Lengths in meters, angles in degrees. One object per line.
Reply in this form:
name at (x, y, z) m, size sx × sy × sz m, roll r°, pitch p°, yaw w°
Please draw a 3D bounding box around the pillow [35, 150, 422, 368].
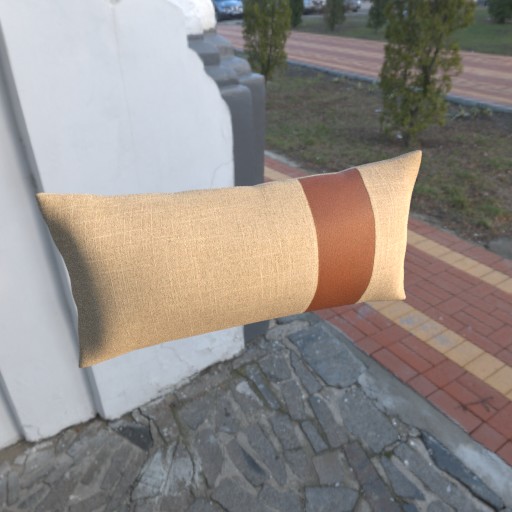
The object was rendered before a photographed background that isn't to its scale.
pillow at (0.000, 0.000, 0.733) m, size 0.612 × 0.282 × 0.155 m, roll -9°, pitch 32°, yaw -15°
